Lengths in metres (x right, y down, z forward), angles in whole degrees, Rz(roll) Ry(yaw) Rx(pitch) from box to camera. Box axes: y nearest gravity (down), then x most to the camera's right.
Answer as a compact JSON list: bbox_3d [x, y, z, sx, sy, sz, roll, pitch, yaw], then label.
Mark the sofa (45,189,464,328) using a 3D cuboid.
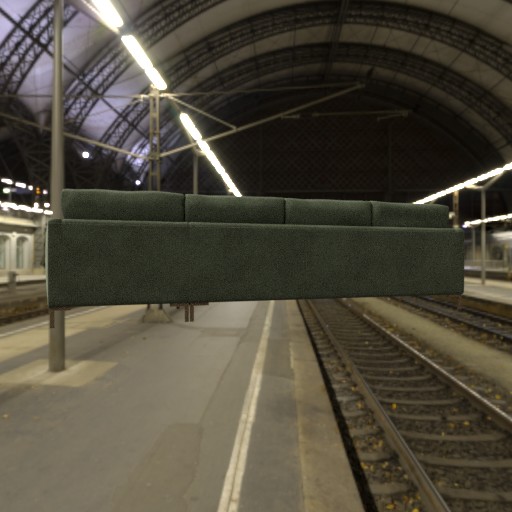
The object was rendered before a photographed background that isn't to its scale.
[{"bbox_3d":[0.000,0.000,3.287,2.725,0.756,1.255,0,0,-18],"label":"sofa"}]
